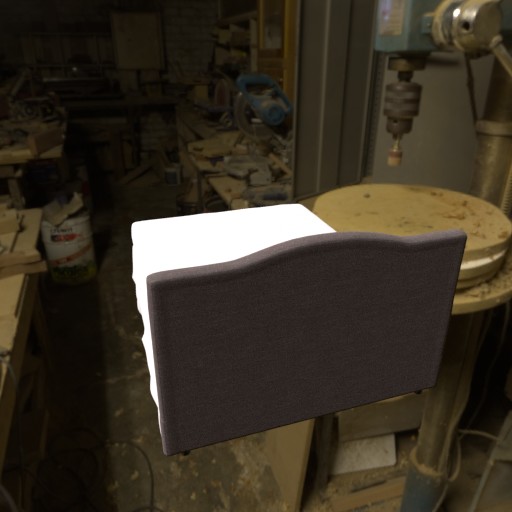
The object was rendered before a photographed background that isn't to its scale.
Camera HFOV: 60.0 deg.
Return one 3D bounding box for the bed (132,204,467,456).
[{"bbox_3d":[0.000,0.000,4.004,2.161,1.457,2.689,-8,27,-16],"label":"bed"}]
